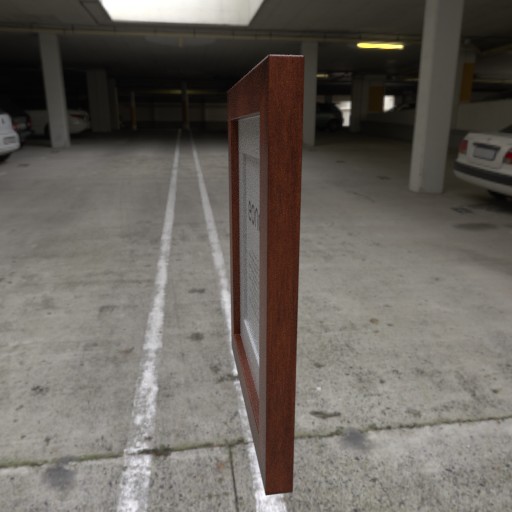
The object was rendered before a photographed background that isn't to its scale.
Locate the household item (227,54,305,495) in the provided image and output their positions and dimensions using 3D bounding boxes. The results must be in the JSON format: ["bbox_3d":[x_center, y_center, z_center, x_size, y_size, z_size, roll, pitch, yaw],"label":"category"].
[{"bbox_3d":[0.000,0.000,0.336,0.020,0.250,0.200,-2,16,-9],"label":"household item"}]
